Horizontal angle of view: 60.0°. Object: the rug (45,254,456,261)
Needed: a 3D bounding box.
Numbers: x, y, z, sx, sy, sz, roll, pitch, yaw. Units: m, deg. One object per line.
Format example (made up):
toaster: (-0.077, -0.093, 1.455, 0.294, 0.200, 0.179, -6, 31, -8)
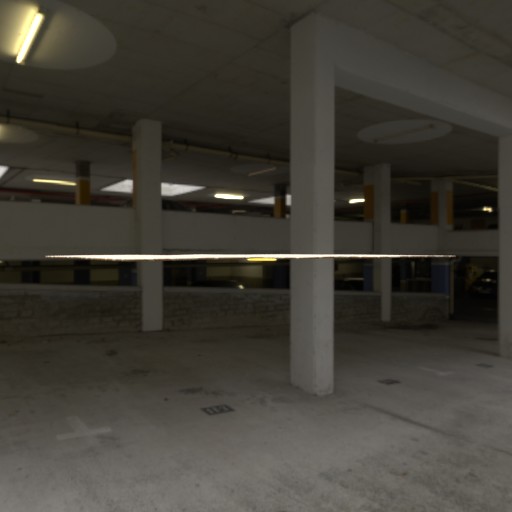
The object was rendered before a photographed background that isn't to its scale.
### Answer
rug: (0.000, 0.000, 2.247, 1.761, 0.013, 1.152, 0, 1, -36)
